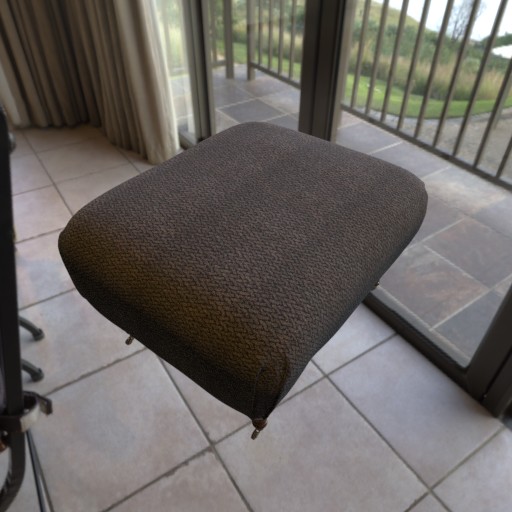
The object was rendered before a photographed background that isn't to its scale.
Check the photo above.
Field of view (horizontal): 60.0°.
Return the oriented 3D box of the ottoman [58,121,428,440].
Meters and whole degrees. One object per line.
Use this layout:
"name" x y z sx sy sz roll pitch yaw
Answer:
"ottoman" 0.000 0.000 1.145 0.622 0.450 0.747 27 48 27
